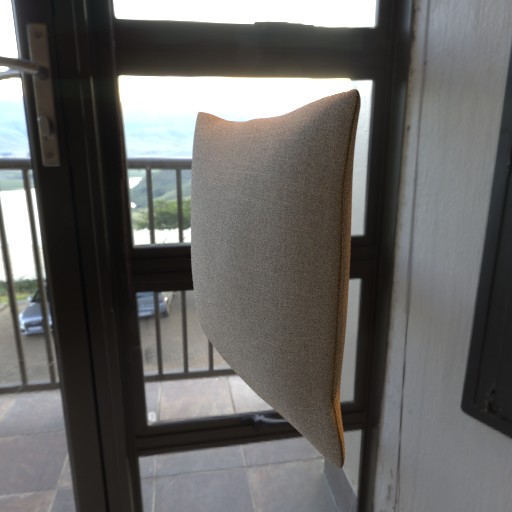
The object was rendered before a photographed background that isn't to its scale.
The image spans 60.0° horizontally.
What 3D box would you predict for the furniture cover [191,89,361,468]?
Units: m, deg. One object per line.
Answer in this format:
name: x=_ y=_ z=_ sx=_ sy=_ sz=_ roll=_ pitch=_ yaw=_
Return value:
furniture cover: x=0.000 y=0.000 z=0.777 sx=0.178 sy=0.506 sz=0.512 roll=-8 pitch=17 yaw=-27
